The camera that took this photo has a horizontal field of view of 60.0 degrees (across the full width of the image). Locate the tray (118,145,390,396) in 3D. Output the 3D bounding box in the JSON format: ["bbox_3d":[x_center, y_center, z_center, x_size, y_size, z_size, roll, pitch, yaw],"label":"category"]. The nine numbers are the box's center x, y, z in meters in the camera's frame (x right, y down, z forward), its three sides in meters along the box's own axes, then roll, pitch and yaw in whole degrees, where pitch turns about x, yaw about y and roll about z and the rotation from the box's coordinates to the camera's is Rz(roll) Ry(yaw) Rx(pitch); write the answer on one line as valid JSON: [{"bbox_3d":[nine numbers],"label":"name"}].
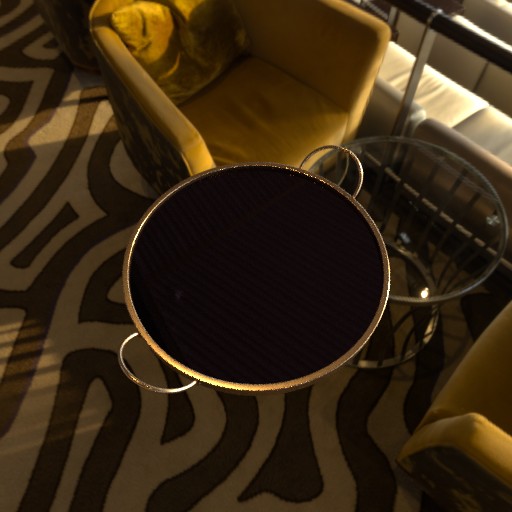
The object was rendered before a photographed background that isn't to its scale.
[{"bbox_3d":[0.000,0.000,0.730,0.438,0.069,0.543,33,63,19],"label":"tray"}]
